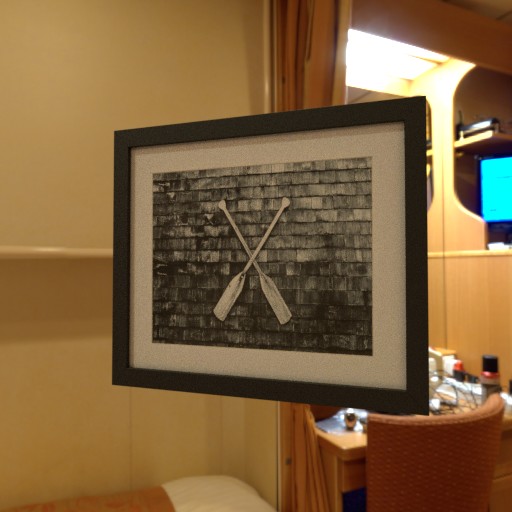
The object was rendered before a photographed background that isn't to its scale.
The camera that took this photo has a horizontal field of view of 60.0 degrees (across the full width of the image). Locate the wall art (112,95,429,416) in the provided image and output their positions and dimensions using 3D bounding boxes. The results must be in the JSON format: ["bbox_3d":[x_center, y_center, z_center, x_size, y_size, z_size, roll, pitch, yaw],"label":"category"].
[{"bbox_3d":[0.000,0.000,0.529,0.381,0.330,0.029,0,-2,18],"label":"wall art"}]
